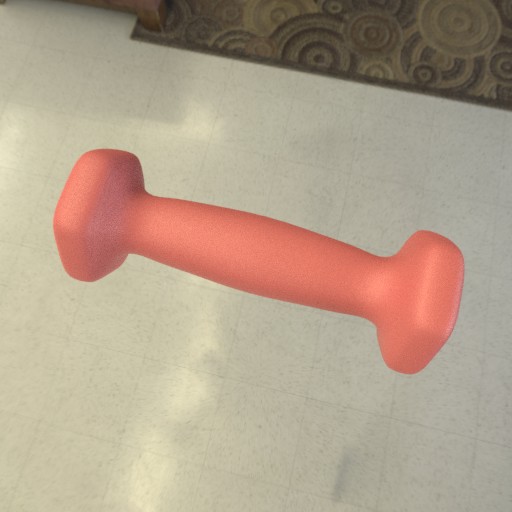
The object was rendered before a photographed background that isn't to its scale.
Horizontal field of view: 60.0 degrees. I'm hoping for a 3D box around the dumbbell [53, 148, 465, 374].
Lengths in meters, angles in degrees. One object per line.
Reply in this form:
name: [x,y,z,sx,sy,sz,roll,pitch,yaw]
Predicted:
dumbbell: [0.000,0.000,0.144,0.123,0.043,0.047,15,75,4]
